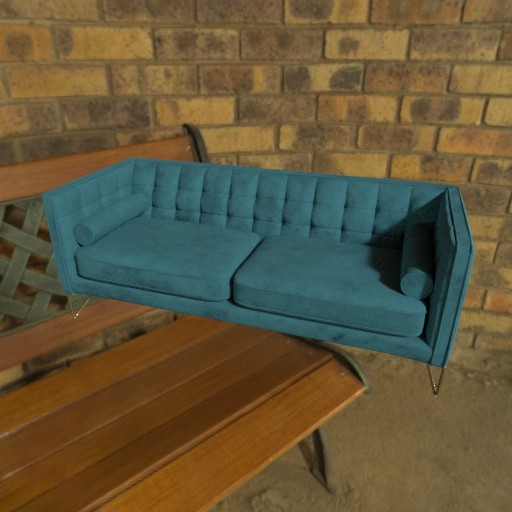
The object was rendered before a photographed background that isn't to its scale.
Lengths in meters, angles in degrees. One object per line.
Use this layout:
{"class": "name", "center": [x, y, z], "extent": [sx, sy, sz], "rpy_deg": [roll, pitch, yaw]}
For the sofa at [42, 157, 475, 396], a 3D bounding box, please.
{"class": "sofa", "center": [0.000, 0.000, 2.506], "extent": [2.087, 0.789, 0.867], "rpy_deg": [8, 27, 17]}
